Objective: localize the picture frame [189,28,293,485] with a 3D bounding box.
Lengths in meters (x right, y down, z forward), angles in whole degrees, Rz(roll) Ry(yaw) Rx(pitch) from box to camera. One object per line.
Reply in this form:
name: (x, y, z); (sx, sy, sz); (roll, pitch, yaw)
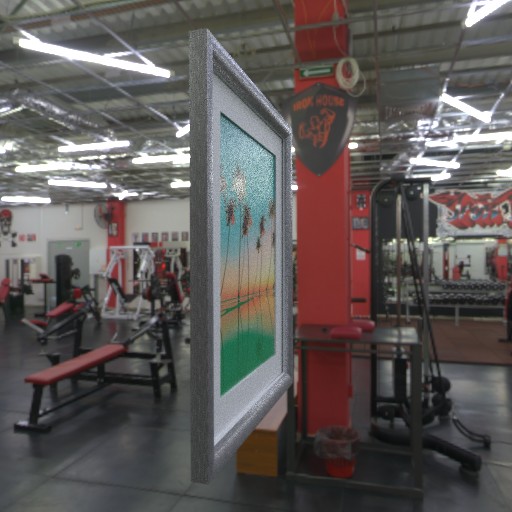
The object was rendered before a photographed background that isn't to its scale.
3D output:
picture frame: (0.000, 0.000, 0.761); (0.029, 0.559, 0.454); (0, 0, 18)
